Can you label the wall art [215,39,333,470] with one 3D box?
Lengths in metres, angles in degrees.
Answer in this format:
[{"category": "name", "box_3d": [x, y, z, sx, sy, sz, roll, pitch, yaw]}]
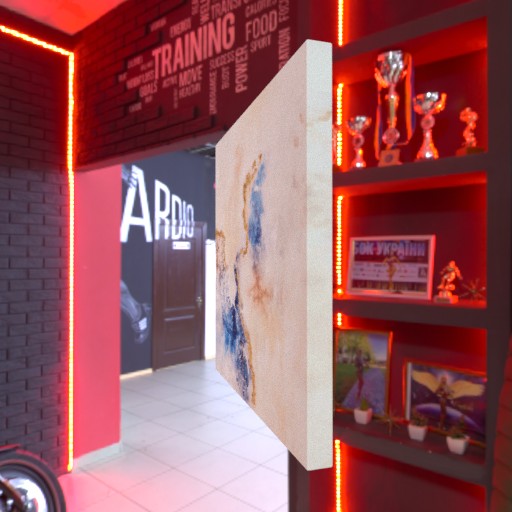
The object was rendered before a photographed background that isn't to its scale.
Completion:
[{"category": "wall art", "box_3d": [0.000, 0.000, 1.603, 0.071, 1.061, 1.061, 0, -1, -17]}]
